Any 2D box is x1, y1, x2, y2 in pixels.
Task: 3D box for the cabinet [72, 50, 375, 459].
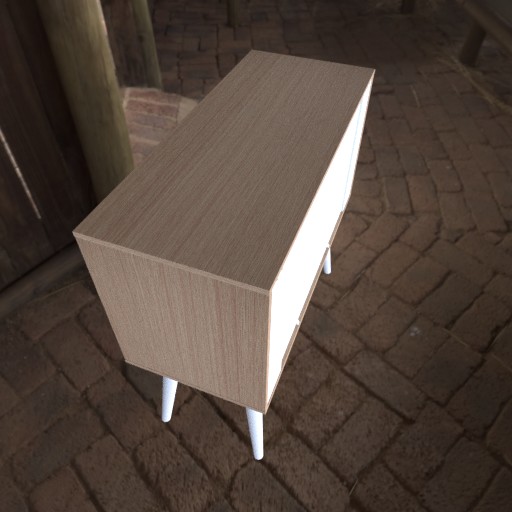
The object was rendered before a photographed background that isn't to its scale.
[{"bbox_3d":[0.000,0.000,1.615,0.470,1.016,1.057,16,48,15],"label":"cabinet"}]
